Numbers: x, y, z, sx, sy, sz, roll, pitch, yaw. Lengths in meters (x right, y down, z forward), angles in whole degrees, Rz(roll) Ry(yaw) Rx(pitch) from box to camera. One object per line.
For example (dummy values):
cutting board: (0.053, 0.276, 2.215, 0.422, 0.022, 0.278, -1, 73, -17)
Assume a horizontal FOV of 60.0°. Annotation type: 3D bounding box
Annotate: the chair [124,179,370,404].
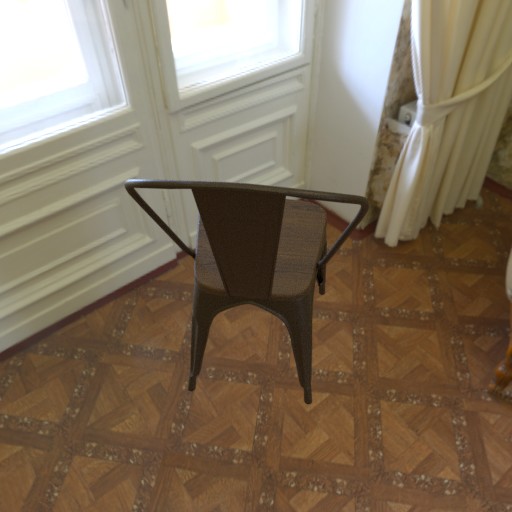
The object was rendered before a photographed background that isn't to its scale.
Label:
chair: (0.000, 0.000, 1.171, 0.451, 0.844, 0.532, 5, 46, 5)
